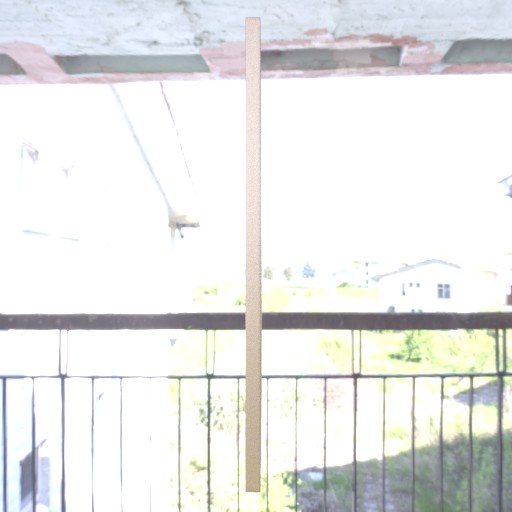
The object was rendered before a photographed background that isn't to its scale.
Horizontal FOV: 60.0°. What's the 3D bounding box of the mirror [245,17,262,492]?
[{"bbox_3d":[0.000,0.000,1.330,0.032,1.023,0.756,0,-1,1],"label":"mirror"}]
